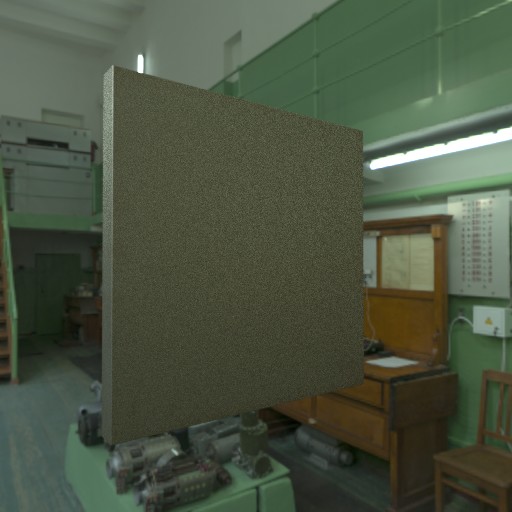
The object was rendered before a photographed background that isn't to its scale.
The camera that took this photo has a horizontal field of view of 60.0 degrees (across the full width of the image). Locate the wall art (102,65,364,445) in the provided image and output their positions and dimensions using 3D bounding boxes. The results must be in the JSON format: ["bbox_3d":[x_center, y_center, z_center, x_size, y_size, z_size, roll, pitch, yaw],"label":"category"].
[{"bbox_3d":[0.000,0.000,0.753,0.503,0.506,0.040,1,-1,-36],"label":"wall art"}]
